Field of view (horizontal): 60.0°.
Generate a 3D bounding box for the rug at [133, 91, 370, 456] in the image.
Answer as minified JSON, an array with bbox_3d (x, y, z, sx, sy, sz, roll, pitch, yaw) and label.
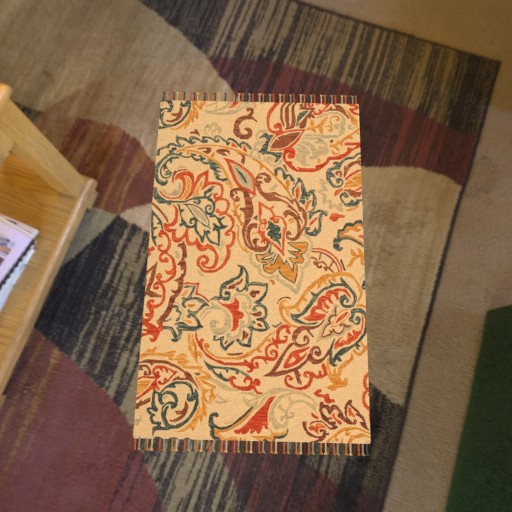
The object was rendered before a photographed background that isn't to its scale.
[{"bbox_3d":[0.000,0.000,3.129,1.523,0.010,2.584,1,76,0],"label":"rug"}]
